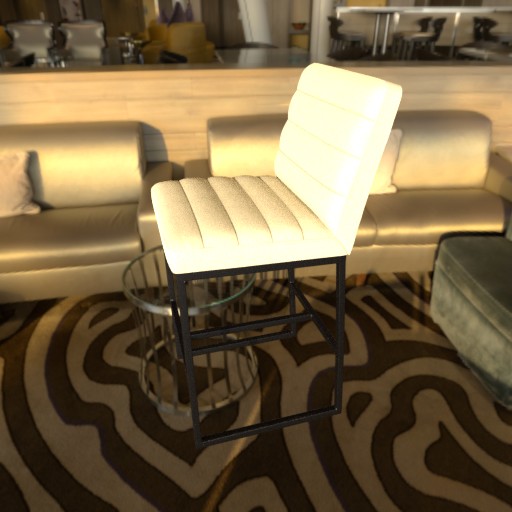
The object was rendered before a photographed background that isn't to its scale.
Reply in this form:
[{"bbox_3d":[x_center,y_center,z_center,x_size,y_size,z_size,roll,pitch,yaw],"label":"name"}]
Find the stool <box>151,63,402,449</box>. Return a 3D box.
[{"bbox_3d":[0.000,0.000,1.349,0.560,1.040,0.460,-8,30,-14],"label":"stool"}]
